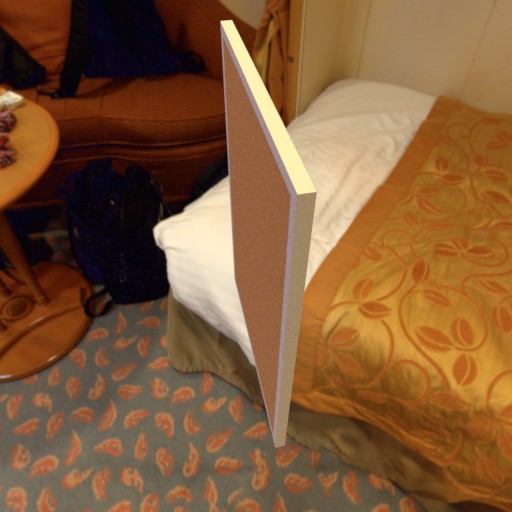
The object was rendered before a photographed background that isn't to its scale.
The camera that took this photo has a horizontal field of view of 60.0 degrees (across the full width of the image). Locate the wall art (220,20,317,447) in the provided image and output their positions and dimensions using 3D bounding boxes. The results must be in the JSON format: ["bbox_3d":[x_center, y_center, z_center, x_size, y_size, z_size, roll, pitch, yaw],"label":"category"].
[{"bbox_3d":[0.000,0.000,0.539,0.013,0.433,0.303,-9,48,-8],"label":"wall art"}]
